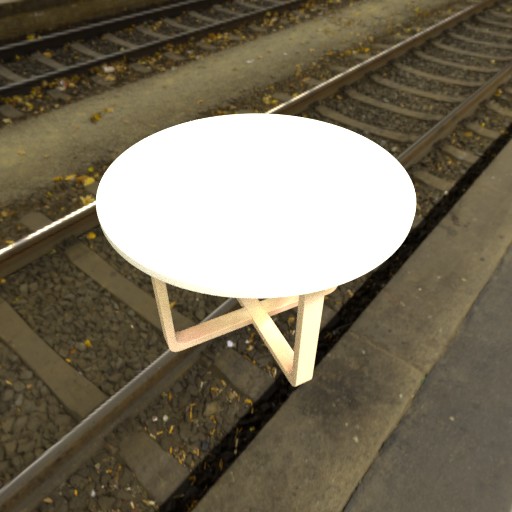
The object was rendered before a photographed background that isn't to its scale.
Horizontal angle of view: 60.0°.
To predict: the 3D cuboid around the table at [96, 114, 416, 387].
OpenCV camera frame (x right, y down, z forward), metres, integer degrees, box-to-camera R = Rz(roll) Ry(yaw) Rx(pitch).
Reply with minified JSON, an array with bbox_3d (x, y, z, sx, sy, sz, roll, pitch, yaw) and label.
[{"bbox_3d":[0.000,0.000,0.992,0.600,0.400,0.600,0,41,0],"label":"table"}]
